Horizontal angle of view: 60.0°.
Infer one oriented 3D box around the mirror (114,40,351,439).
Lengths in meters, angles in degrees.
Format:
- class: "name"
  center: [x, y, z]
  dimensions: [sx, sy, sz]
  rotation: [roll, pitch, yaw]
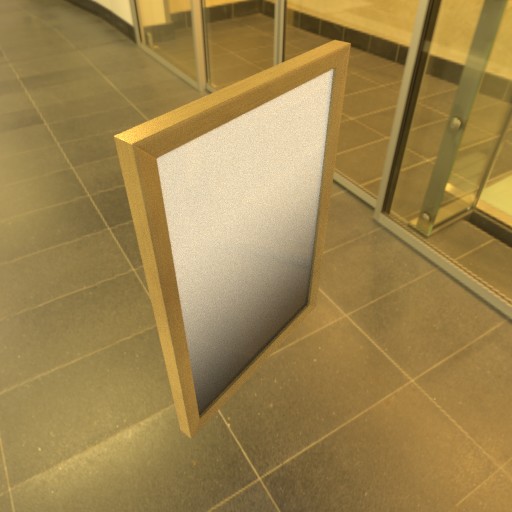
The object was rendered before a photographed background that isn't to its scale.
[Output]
- class: "mirror"
  center: [0.000, 0.000, 0.905]
  dimensions: [0.040, 0.710, 0.507]
  rotation: [28, 48, 28]
